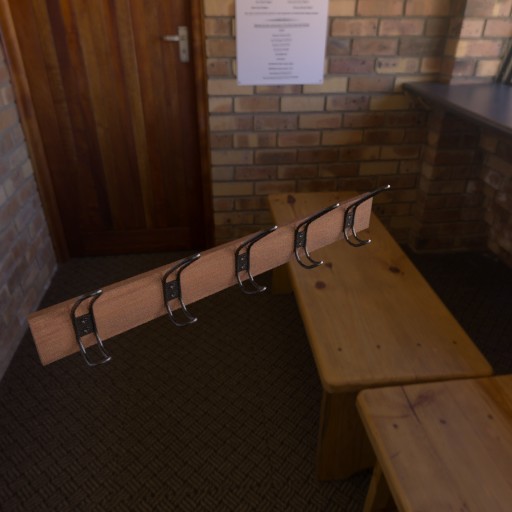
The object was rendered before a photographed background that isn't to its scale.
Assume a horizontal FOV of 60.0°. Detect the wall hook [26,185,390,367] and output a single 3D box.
[{"bbox_3d":[0.000,0.000,0.592,0.554,0.116,0.076,-22,36,-33],"label":"wall hook"}]
